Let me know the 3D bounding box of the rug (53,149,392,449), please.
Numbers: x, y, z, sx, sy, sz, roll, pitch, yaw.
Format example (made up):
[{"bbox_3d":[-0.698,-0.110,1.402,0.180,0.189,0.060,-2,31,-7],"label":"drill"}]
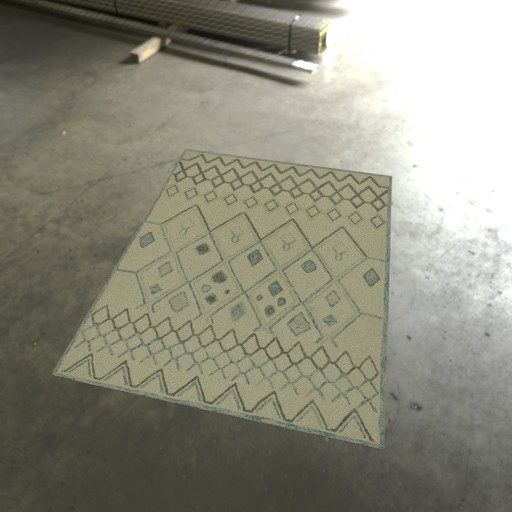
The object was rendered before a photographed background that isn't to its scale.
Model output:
[{"bbox_3d":[0.000,0.000,4.137,2.441,0.013,3.056,9,48,9],"label":"rug"}]
